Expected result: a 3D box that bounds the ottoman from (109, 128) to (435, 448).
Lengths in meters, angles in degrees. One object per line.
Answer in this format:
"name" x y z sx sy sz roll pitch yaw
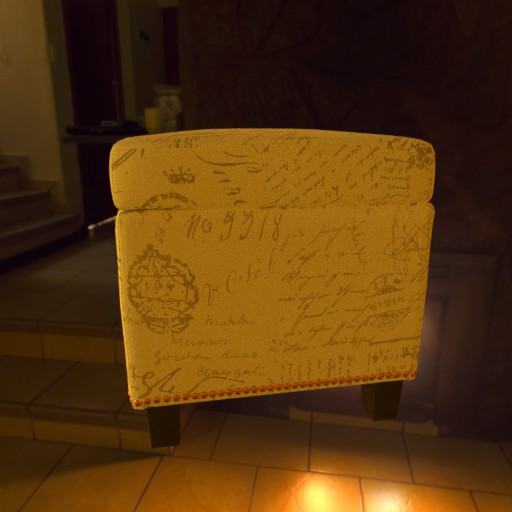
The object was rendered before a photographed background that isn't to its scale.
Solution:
"ottoman" 0.000 0.000 0.829 0.449 0.457 0.450 -3 15 -10
